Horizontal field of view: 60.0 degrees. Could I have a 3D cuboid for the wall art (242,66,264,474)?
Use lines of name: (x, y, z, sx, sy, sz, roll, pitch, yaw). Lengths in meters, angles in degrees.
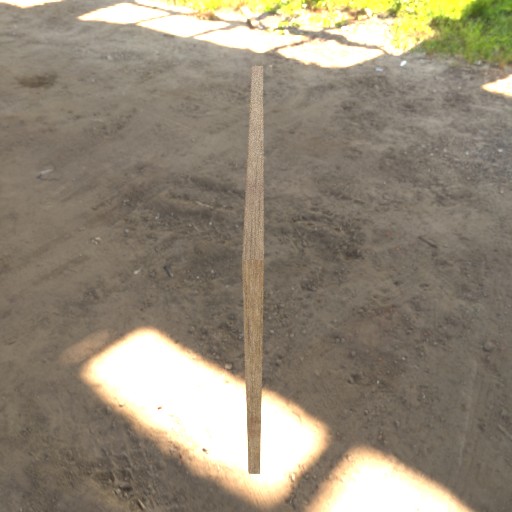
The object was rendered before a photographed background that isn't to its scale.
wall art: (0.000, 0.000, 0.977, 0.026, 0.588, 0.690, 0, 41, 0)
